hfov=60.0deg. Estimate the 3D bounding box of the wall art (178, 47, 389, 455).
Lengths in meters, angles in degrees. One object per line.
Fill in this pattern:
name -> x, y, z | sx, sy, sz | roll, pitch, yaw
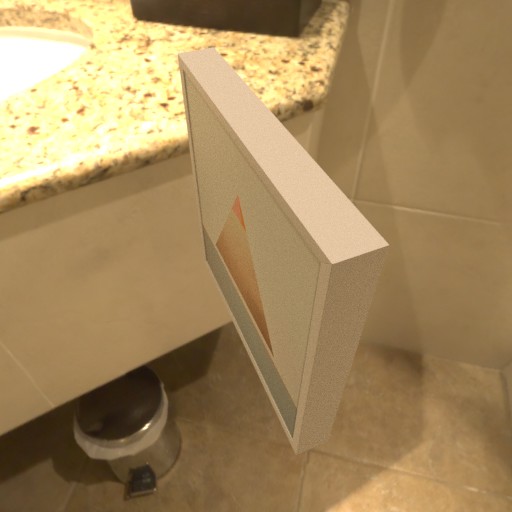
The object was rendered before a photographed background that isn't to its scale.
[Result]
wall art -> 0.000, 0.000, 0.460 | 0.038, 0.304, 0.305 | -17, 49, -16
